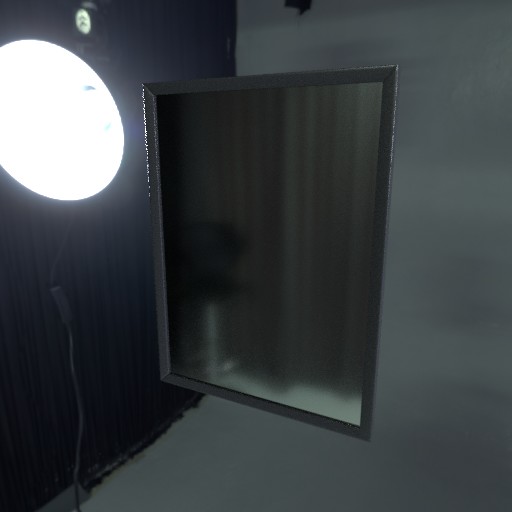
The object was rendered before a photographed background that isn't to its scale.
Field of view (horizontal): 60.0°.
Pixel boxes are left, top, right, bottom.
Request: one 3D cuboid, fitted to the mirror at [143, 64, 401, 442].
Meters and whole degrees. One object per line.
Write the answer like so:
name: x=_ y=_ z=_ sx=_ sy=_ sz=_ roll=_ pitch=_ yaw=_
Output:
mirror: x=0.000 y=0.000 z=1.338 sx=0.762 sy=1.016 sz=0.040 roll=7 pitch=16 yaw=26
